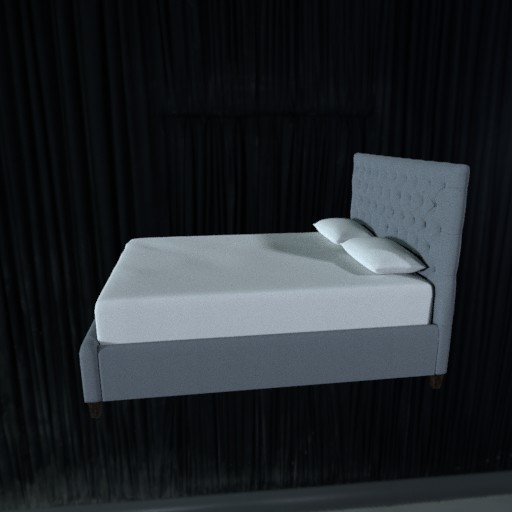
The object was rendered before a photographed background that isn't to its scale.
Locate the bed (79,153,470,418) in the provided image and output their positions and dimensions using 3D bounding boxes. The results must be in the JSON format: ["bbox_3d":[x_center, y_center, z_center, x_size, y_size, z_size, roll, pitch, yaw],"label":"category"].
[{"bbox_3d":[0.000,0.000,3.315,2.231,1.427,1.698,-2,16,-8],"label":"bed"}]
